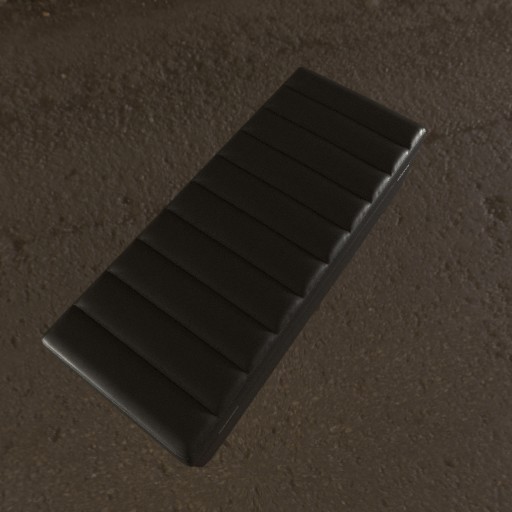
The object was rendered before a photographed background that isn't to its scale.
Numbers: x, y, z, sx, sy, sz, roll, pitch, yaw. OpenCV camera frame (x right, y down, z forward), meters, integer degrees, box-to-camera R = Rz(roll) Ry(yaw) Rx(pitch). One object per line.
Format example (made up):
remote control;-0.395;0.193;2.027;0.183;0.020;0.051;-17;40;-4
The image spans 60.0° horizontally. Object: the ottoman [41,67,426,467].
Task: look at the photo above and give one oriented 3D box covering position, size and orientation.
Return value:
ottoman;0.000;0.000;1.382;0.482;0.469;1.151;33;68;15
